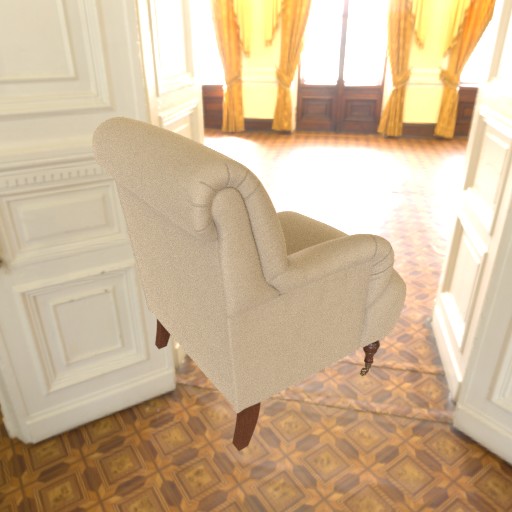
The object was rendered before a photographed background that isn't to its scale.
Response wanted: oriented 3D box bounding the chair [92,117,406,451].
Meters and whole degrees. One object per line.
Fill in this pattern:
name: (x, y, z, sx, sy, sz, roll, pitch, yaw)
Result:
chair: (0.000, 0.000, 1.573, 0.842, 0.942, 0.766, -18, 32, -31)
